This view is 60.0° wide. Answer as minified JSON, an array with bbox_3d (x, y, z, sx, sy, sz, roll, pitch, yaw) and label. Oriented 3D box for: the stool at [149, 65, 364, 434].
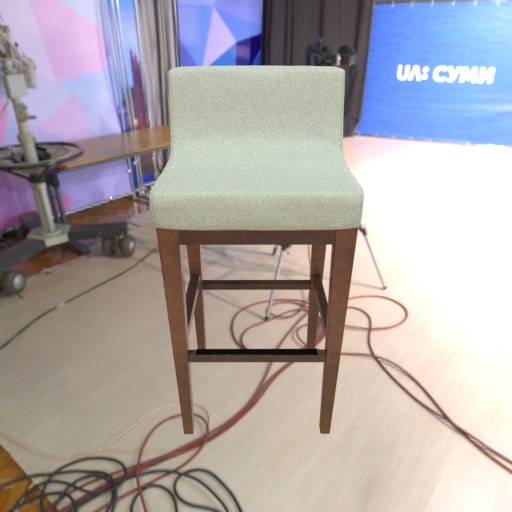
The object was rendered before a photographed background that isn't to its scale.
[{"bbox_3d":[0.000,0.000,1.351,0.511,1.037,0.500,0,28,0],"label":"stool"}]
